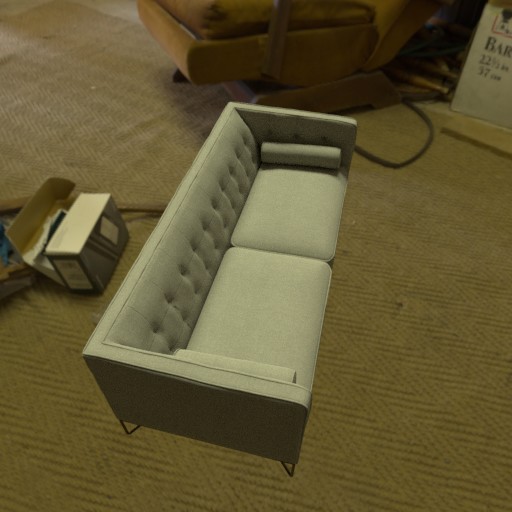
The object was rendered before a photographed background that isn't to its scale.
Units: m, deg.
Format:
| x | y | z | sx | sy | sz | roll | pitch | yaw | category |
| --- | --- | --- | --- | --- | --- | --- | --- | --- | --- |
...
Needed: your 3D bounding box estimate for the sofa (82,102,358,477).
| x | y | z | sx | sy | sz | roll | pitch | yaw | category |
| --- | --- | --- | --- | --- | --- | --- | --- | --- | --- |
| 0.000 | 0.000 | 2.603 | 0.912 | 0.798 | 2.079 | 10 | 48 | 9 | sofa |
